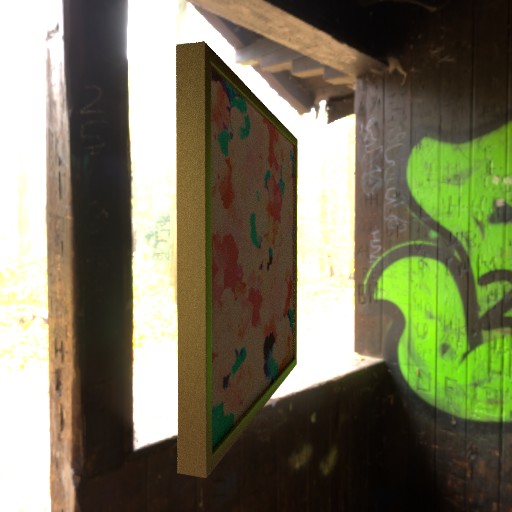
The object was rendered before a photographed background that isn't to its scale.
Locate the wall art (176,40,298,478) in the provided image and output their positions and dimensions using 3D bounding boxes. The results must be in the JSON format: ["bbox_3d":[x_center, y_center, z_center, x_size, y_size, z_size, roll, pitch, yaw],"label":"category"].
[{"bbox_3d":[0.000,0.000,0.763,0.037,0.509,0.510,1,2,17],"label":"wall art"}]
